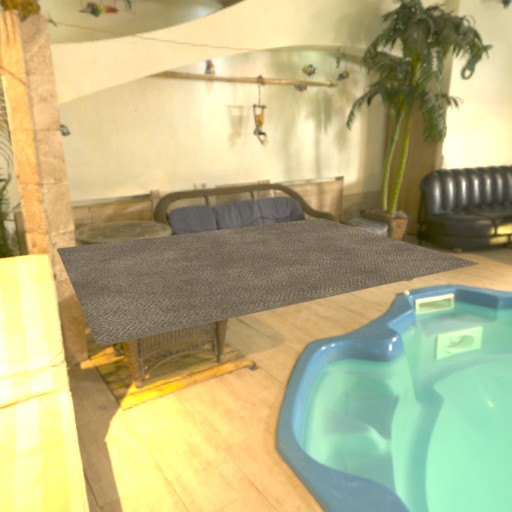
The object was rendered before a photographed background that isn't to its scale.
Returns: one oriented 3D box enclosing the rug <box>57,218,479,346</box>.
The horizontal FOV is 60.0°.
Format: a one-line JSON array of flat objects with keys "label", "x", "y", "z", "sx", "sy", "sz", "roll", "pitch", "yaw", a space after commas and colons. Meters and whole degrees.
[{"label": "rug", "x": 0.000, "y": 0.000, "z": 2.872, "sx": 2.235, "sy": 0.008, "sz": 1.600, "roll": -9, "pitch": 18, "yaw": -27}]
